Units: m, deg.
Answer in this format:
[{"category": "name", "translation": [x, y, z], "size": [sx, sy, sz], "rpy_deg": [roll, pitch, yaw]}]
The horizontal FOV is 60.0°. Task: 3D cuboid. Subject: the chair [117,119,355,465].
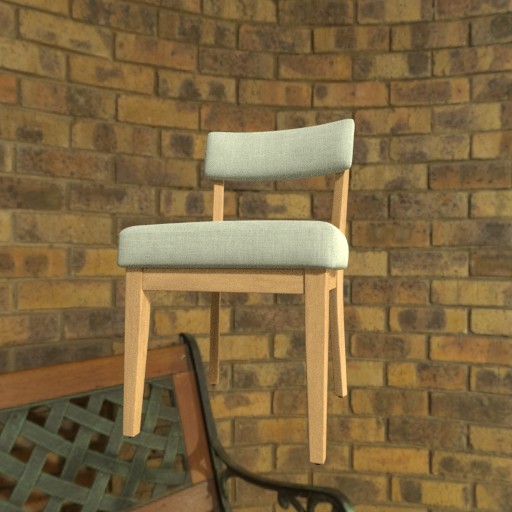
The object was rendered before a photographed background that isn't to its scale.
[{"category": "chair", "translation": [0.000, 0.000, 1.198], "size": [0.508, 0.832, 0.572], "rpy_deg": [0, -1, 18]}]
